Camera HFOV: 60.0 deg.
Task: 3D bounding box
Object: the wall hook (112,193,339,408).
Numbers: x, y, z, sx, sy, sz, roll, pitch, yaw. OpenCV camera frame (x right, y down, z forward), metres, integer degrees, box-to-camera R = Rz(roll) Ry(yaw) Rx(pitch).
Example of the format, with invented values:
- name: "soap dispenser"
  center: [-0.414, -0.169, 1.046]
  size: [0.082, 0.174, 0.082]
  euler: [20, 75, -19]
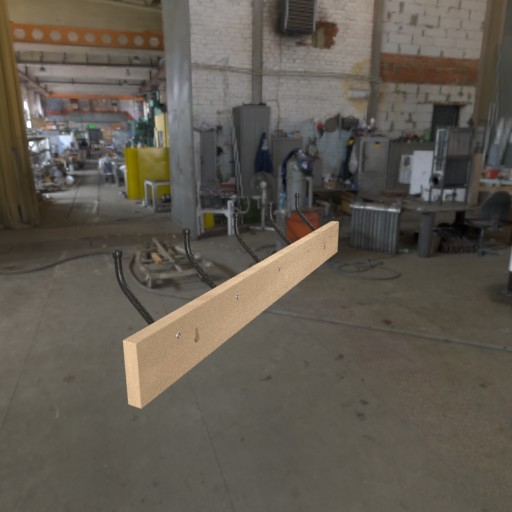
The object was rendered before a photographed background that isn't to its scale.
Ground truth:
- name: "wall hook"
  center: [0.000, 0.000, 0.616]
  size: [0.071, 0.117, 0.571]
  euler: [8, 17, 25]
